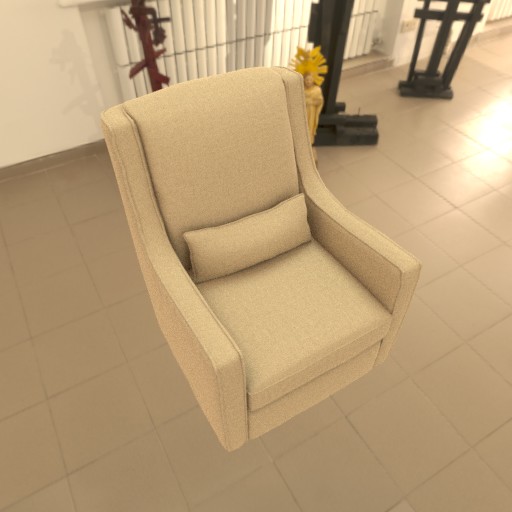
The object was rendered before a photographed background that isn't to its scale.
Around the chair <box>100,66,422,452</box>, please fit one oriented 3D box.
[{"bbox_3d":[0.000,0.000,1.581,0.732,0.993,0.879,-23,51,-20],"label":"chair"}]
